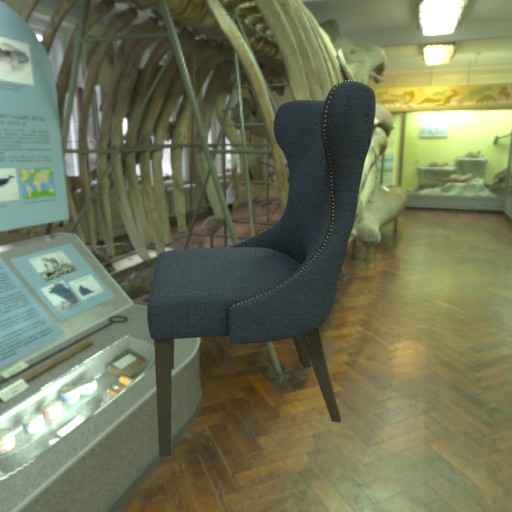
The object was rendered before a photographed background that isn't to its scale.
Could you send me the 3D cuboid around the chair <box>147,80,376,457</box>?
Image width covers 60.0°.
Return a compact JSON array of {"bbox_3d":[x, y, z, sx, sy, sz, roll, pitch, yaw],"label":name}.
[{"bbox_3d":[0.000,0.000,1.373,0.635,0.967,0.628,-2,14,-9],"label":"chair"}]
